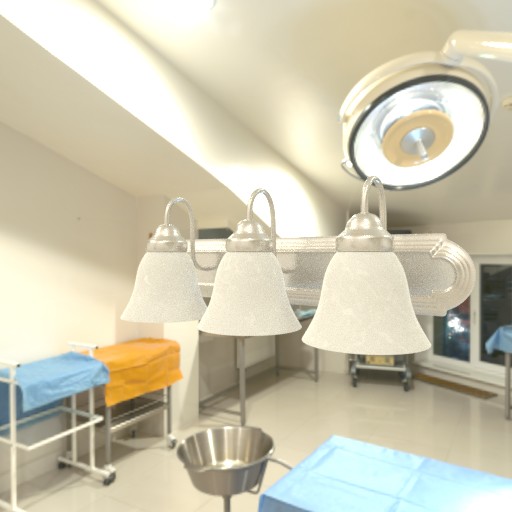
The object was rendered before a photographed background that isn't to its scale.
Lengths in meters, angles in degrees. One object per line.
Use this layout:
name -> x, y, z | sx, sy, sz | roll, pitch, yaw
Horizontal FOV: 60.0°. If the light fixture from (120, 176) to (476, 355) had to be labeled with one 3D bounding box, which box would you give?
light fixture -> 0.000, 0.000, 0.714 | 0.610, 0.222, 0.199 | 0, 1, 37
